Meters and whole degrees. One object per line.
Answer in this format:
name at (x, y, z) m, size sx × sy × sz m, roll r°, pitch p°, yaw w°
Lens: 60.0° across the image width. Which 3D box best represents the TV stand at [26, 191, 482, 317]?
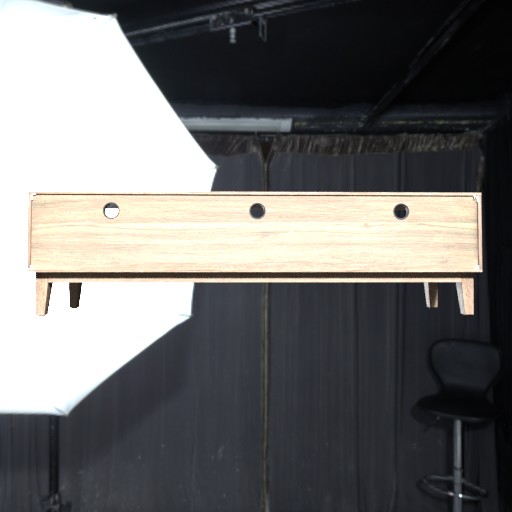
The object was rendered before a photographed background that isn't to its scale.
TV stand at (0.000, 0.000, 1.624) m, size 1.482 × 0.409 × 0.366 m, roll 0°, pitch -2°, yaw -1°
